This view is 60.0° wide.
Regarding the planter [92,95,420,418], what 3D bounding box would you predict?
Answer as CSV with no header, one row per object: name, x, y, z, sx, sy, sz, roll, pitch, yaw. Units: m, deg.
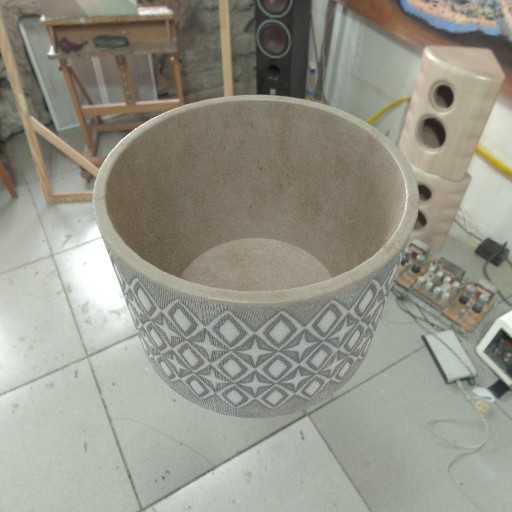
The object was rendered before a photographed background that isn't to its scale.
planter,0.000,0.000,0.276,0.164,0.127,0.164,0,48,0
